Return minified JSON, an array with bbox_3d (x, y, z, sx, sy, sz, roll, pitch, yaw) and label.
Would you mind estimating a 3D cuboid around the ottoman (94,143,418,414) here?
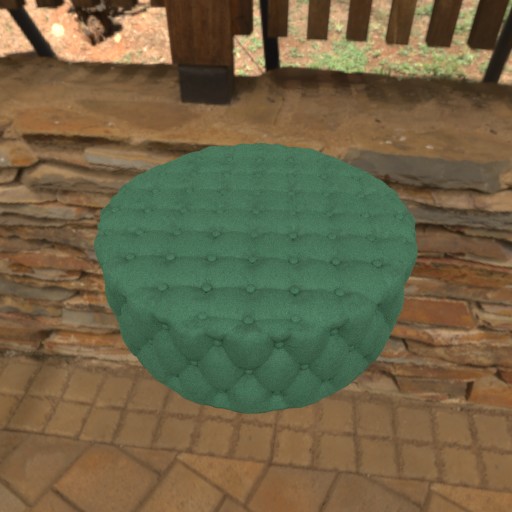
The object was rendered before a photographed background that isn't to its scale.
[{"bbox_3d":[0.000,0.000,1.505,0.998,0.399,0.998,0,41,0],"label":"ottoman"}]
